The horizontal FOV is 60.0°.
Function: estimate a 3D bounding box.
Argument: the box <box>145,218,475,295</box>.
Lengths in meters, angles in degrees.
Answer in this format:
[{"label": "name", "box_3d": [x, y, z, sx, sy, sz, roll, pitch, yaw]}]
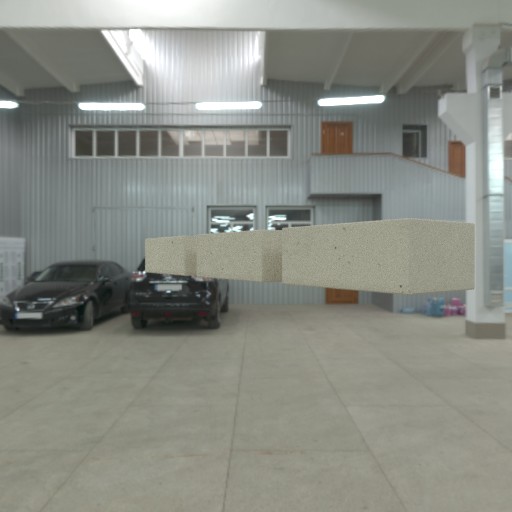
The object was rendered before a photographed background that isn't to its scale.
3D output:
[{"label": "box", "box_3d": [0.000, 0.000, 0.501, 0.082, 0.051, 0.461, 0, 0, -35]}]
